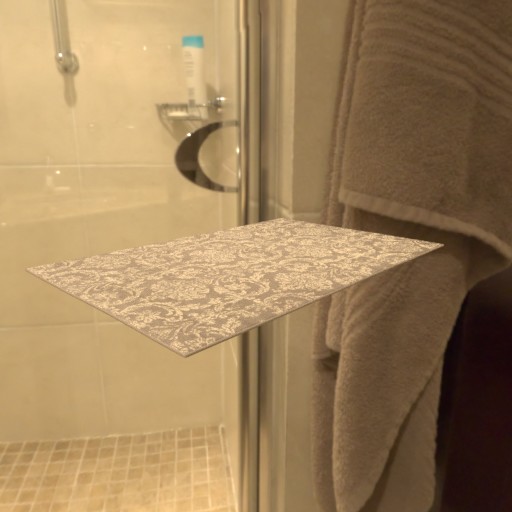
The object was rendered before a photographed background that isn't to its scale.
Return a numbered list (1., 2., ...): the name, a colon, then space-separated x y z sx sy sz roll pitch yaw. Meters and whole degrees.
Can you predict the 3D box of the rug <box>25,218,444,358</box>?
1. rug: 0.000 0.000 3.425 1.819 0.018 2.746 14 21 42
